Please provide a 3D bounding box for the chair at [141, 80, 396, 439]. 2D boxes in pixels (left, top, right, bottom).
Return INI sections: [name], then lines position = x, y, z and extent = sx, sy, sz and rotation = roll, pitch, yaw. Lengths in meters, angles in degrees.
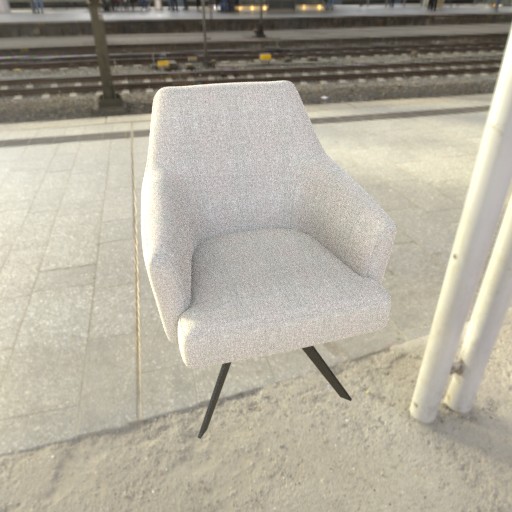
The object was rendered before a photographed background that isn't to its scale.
[chair]
position = 0.000, 0.000, 1.322
extent = 0.642, 0.874, 0.677
rotation = -9, 32, -14
